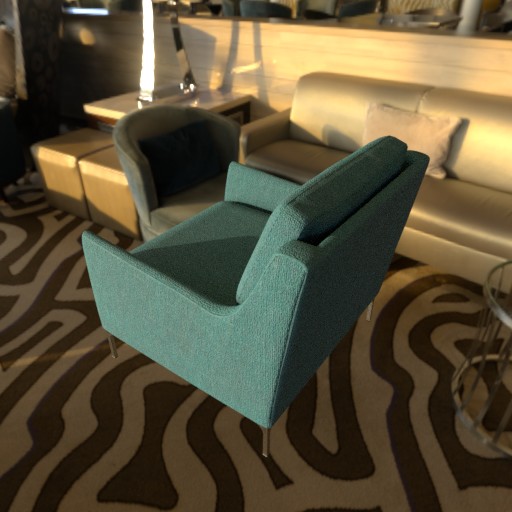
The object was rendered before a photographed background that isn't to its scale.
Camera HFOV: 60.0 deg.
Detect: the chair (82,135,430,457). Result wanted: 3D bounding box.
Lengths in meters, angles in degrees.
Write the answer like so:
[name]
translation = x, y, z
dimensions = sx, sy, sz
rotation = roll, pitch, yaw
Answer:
[chair]
translation = 0.000, 0.000, 1.579
dimensions = 0.849, 0.828, 0.847
rotation = 21, 38, 29
